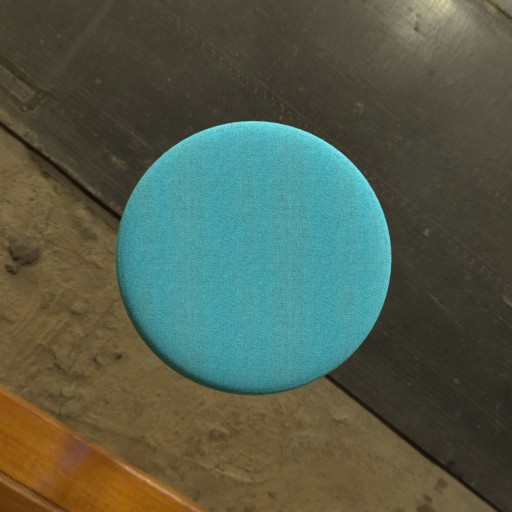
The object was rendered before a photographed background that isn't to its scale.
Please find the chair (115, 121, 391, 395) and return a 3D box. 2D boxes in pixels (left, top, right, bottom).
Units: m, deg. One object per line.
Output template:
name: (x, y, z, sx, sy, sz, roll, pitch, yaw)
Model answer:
chair: (0.000, 0.000, 0.673, 0.350, 0.440, 0.350, 0, 92, 1)
